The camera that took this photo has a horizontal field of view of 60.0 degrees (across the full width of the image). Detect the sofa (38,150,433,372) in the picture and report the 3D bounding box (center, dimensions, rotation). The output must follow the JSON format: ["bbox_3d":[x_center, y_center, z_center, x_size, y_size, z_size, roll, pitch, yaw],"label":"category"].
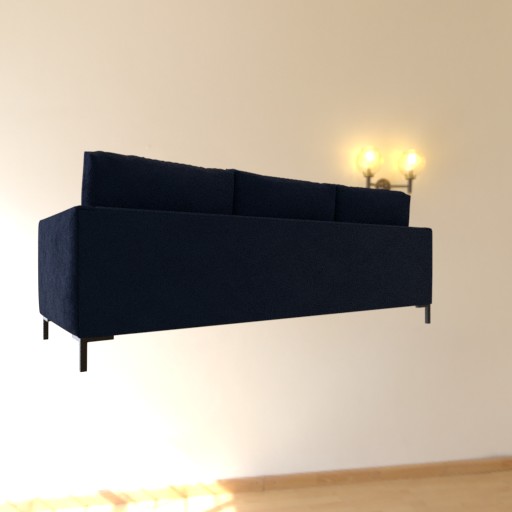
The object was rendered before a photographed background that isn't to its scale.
[{"bbox_3d":[0.000,0.000,2.622,2.252,0.879,0.875,0,0,-35],"label":"sofa"}]
